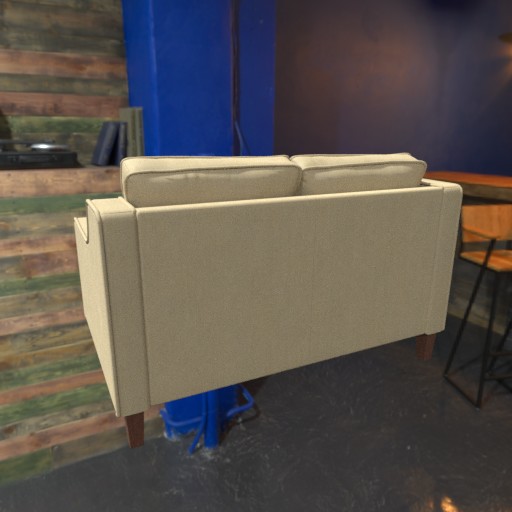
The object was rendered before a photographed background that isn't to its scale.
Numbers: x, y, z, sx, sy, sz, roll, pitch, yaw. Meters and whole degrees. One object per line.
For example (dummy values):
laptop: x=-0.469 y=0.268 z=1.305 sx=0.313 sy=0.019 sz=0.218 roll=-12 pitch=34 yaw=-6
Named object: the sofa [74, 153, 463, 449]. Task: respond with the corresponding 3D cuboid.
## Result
sofa: x=0.000 y=0.000 z=2.089 sx=1.501 sy=0.971 sz=0.987 roll=-8 pitch=17 yaw=-25
